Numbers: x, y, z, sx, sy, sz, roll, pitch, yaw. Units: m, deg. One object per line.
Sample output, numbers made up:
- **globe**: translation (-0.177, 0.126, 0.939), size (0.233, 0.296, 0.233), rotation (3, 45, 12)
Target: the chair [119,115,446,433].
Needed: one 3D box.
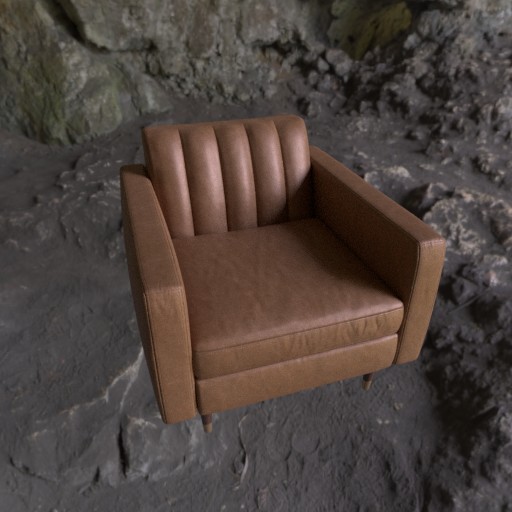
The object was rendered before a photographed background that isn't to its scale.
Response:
- **chair**: translation (0.000, 0.000, 1.717), size (0.953, 0.819, 0.998), rotation (-10, 33, -15)
